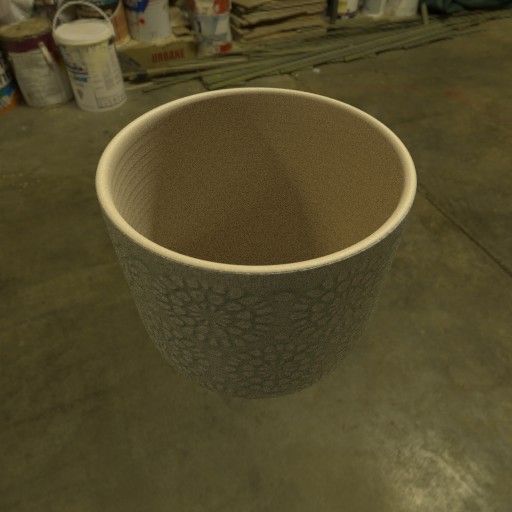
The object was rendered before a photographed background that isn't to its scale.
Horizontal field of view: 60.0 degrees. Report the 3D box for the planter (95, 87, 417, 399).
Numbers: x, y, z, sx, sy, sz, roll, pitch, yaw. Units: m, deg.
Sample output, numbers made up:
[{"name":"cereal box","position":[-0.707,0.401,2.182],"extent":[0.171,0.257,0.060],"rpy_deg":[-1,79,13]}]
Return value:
[{"name":"planter","position":[0.000,0.000,0.294],"extent":[0.169,0.153,0.169],"rpy_deg":[0,46,0]}]
